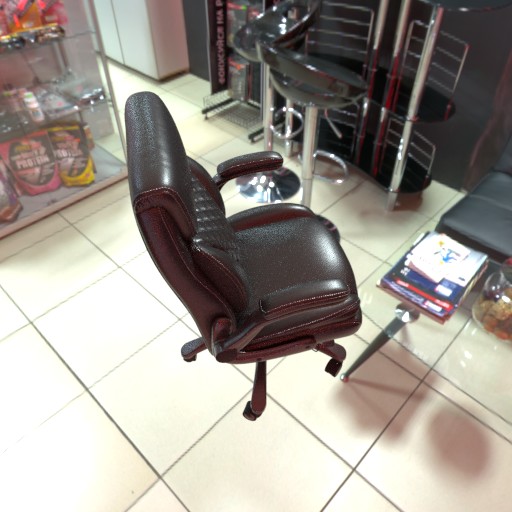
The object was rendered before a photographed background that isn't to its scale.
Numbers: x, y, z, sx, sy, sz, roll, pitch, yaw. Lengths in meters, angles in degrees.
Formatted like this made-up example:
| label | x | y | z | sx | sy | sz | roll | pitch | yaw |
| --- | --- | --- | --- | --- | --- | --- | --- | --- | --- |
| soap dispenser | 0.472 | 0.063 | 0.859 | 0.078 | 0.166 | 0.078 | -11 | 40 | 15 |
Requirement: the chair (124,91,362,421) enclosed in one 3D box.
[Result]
| label | x | y | z | sx | sy | sz | roll | pitch | yaw |
| --- | --- | --- | --- | --- | --- | --- | --- | --- | --- |
| chair | 0.000 | 0.000 | 1.611 | 0.724 | 1.110 | 0.782 | -10 | 46 | -9 |
